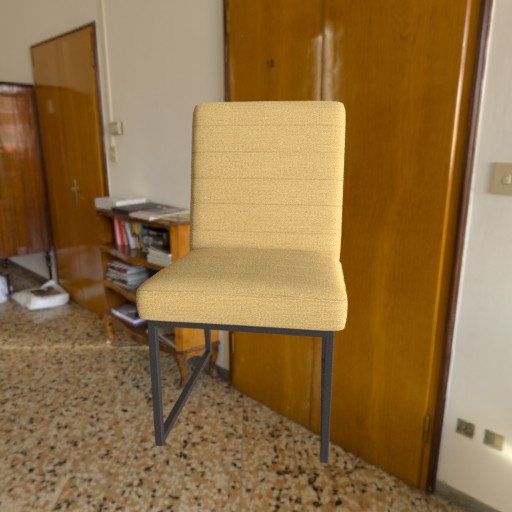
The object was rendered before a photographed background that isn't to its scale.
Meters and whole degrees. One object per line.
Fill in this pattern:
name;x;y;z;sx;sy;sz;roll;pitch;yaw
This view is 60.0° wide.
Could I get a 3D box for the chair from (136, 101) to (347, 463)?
chair;0.000;0.000;1.341;0.520;0.930;0.634;2;14;8
